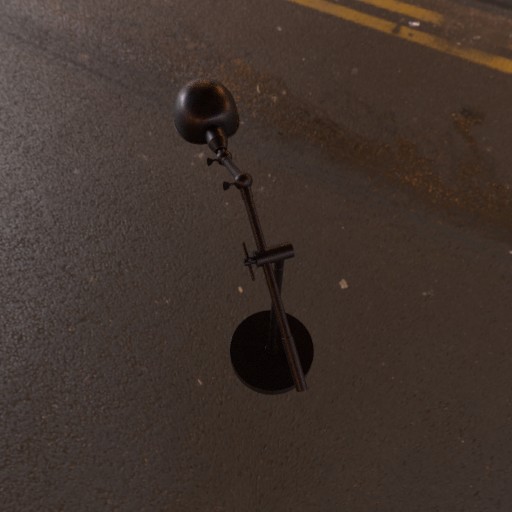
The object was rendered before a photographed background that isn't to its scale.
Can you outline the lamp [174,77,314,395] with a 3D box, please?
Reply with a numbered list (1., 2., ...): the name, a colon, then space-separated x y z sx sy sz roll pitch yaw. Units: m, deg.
1. lamp: 0.000 0.000 0.840 0.185 0.495 0.567 -16 60 -9
